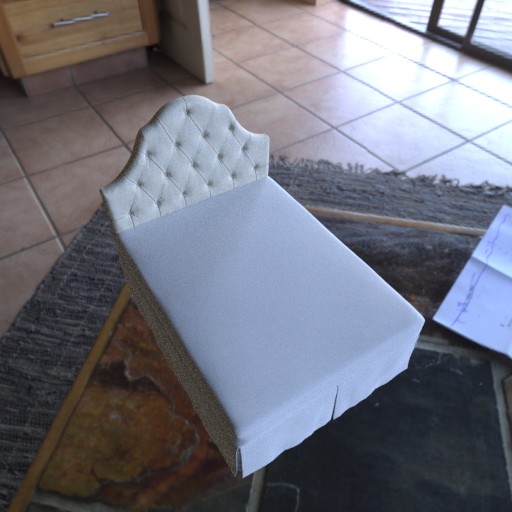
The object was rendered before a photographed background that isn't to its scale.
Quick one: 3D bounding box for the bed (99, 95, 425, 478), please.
[{"bbox_3d":[0.000,0.000,3.232,1.627,1.575,2.092,-24,51,-22],"label":"bed"}]
